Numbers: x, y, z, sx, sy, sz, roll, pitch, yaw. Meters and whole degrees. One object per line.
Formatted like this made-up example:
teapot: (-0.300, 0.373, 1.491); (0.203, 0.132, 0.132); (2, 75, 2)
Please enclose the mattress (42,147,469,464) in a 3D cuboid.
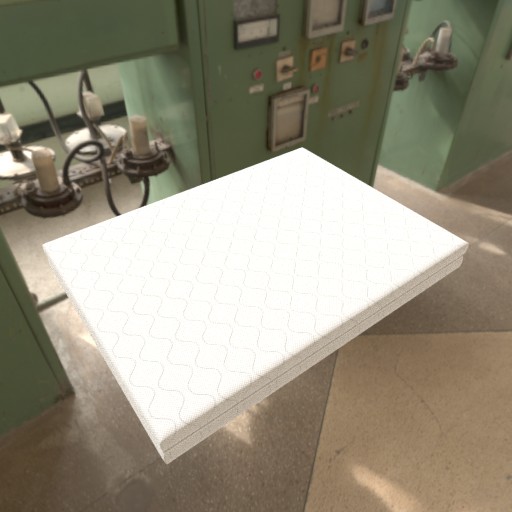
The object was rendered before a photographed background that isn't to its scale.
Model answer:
mattress: (0.000, 0.000, 2.492); (1.900, 0.200, 1.400); (-26, 47, -27)
